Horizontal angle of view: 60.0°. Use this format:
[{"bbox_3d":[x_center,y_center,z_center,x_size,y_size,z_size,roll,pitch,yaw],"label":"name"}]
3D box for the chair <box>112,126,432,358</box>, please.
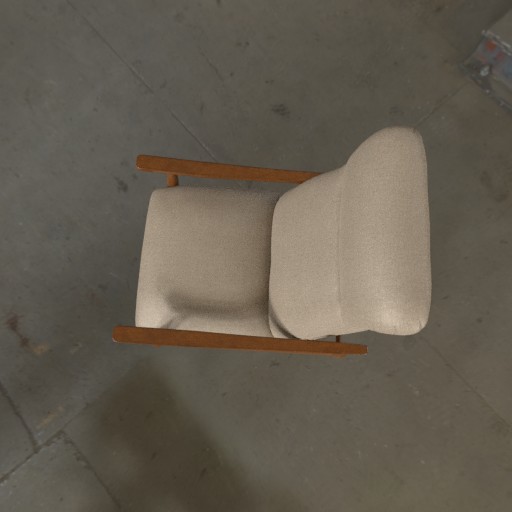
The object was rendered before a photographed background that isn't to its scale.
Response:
[{"bbox_3d":[0.000,0.000,1.813,1.032,1.082,0.762,3,76,1],"label":"chair"}]
